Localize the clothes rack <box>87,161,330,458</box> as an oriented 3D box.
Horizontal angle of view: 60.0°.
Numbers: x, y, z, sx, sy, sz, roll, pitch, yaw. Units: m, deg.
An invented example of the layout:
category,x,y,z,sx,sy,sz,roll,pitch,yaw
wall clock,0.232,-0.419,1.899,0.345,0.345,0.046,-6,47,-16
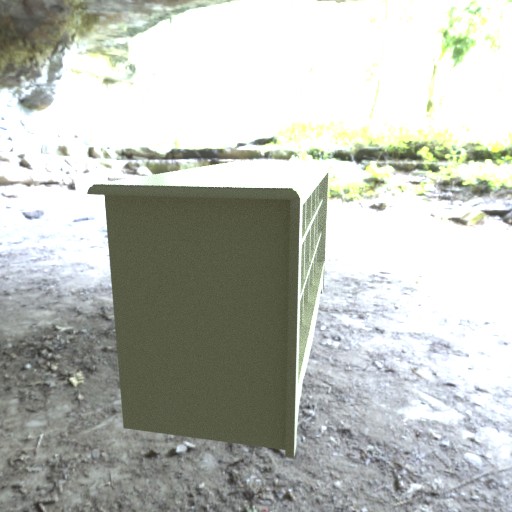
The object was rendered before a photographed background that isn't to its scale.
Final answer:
category,x,y,z,sx,sy,sz,roll,pitch,yaw
clothes rack,0.000,0.000,1.443,0.405,0.558,1.218,3,14,11
